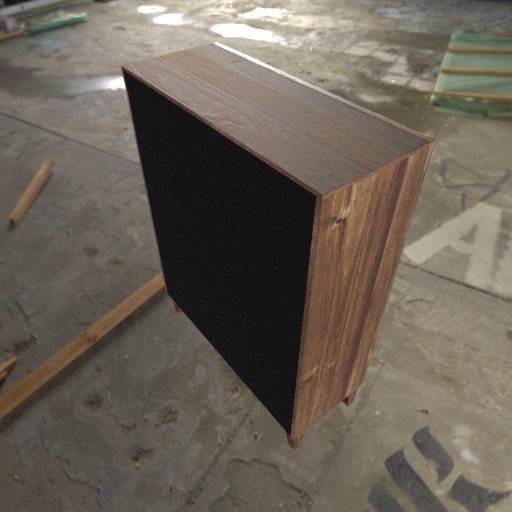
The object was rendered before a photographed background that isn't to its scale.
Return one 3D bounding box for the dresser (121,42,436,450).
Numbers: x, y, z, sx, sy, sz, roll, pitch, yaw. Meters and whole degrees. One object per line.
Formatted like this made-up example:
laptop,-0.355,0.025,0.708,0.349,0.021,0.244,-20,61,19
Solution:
dresser,0.000,0.000,1.896,0.442,1.393,1.062,-28,49,-27
